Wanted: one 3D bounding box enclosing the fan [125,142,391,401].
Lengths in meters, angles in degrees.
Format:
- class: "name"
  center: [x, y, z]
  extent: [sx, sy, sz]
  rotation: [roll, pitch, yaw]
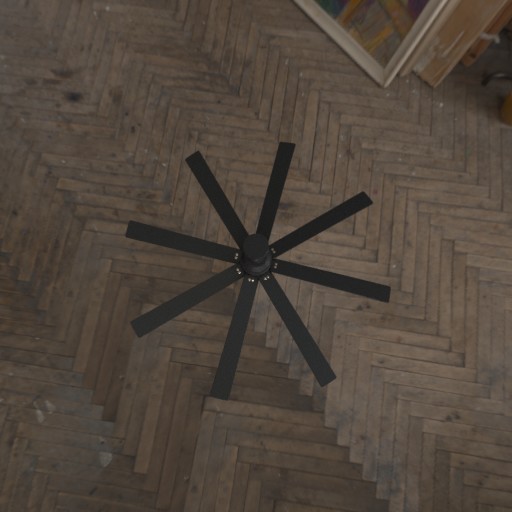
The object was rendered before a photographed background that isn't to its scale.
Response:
- class: "fan"
  center: [0.000, 0.000, 2.858]
  extent: [1.830, 0.472, 1.830]
  rotation: [14, 76, 4]
